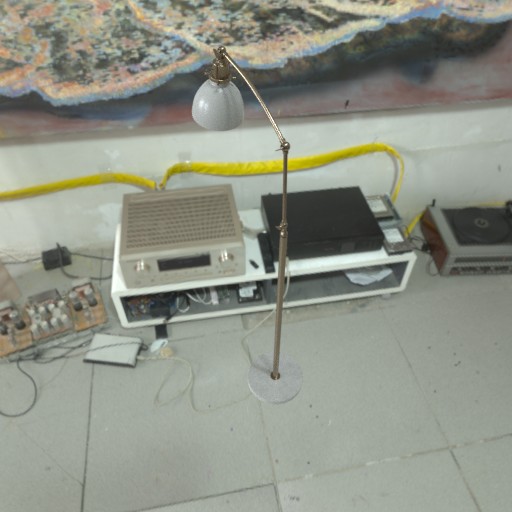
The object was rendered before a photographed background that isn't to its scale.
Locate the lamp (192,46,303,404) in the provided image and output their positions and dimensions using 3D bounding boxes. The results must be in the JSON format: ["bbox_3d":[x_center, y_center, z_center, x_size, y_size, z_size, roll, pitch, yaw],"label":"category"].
[{"bbox_3d":[0.000,0.000,1.846,0.288,1.586,0.599,-31,53,-27],"label":"lamp"}]
